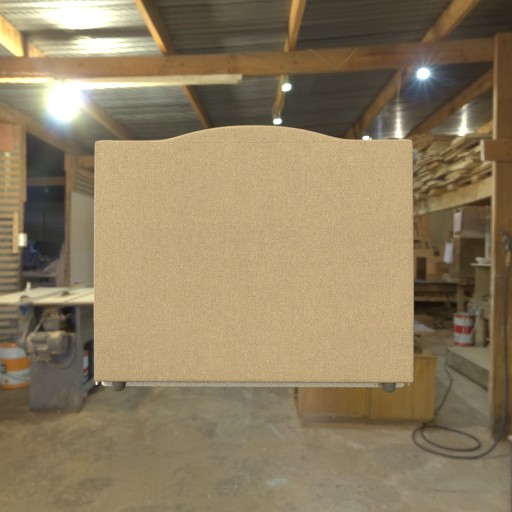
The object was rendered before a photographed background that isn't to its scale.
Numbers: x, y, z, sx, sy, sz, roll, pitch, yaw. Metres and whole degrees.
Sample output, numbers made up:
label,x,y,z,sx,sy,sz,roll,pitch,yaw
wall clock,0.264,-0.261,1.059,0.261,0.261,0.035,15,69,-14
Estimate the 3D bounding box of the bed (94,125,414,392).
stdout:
label,x,y,z,sx,sy,sz,roll,pitch,yaw
bed,0.000,0.000,3.491,1.821,1.436,2.282,0,1,1
